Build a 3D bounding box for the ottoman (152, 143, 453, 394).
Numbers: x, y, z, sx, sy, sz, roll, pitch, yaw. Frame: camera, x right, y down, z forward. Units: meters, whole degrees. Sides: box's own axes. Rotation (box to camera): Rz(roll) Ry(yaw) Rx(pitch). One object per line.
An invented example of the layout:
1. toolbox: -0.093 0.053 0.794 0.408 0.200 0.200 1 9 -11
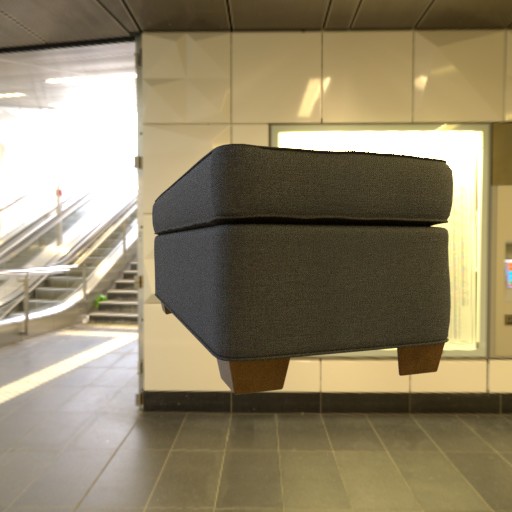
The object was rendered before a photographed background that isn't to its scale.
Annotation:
1. ottoman: 0.000 0.000 1.337 0.515 0.460 1.110 -1 2 -19
